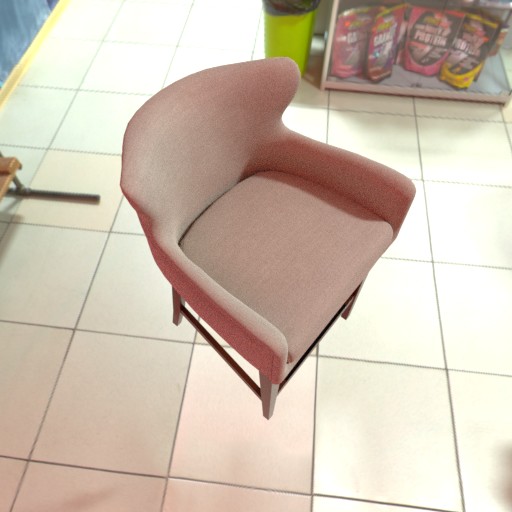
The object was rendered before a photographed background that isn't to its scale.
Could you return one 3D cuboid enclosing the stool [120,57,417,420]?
[{"bbox_3d":[0.000,0.000,1.394,0.637,0.987,0.615,35,64,20],"label":"stool"}]
